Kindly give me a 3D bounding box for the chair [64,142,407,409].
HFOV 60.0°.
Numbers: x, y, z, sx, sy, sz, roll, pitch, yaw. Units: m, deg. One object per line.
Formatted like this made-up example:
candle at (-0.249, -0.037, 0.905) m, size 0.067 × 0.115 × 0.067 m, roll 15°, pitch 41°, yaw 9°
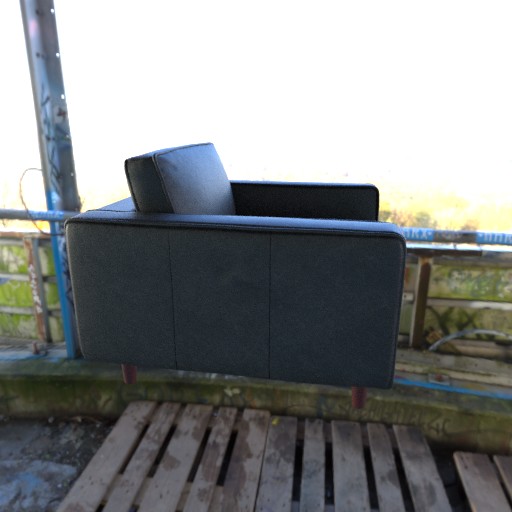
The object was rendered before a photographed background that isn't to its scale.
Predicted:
chair at (0.000, 0.000, 1.574) m, size 0.914 × 0.763 × 0.889 m, roll 3°, pitch 17°, yaw 10°
